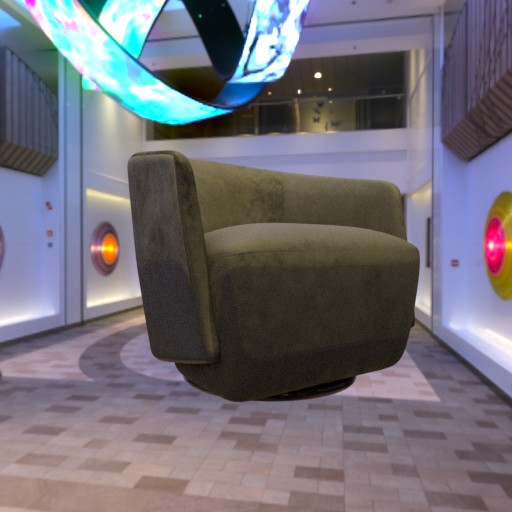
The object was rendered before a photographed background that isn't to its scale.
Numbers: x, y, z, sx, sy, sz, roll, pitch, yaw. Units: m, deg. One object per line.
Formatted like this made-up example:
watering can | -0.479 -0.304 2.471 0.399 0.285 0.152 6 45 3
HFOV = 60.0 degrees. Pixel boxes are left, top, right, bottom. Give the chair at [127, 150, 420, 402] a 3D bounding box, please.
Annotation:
chair | 0.000 0.000 1.364 0.773 0.698 0.767 0 1 -36
